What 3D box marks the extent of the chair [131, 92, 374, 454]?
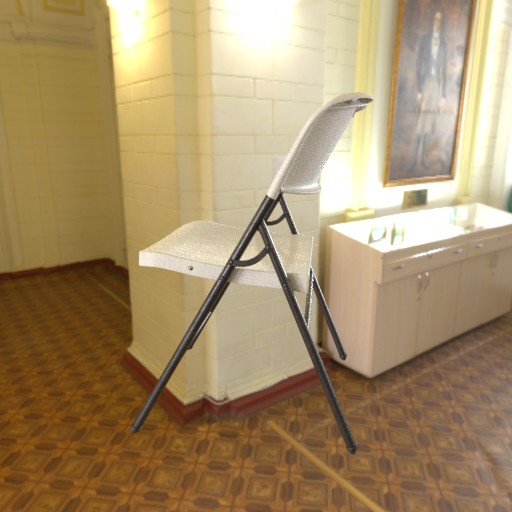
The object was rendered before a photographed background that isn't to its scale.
[{"bbox_3d":[0.000,0.000,1.199,0.566,0.810,0.494,2,15,8],"label":"chair"}]
